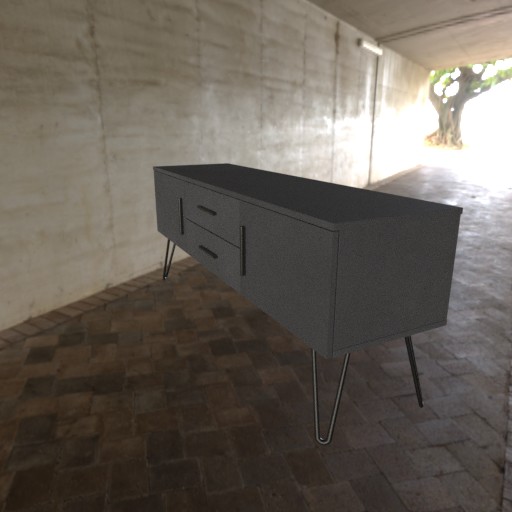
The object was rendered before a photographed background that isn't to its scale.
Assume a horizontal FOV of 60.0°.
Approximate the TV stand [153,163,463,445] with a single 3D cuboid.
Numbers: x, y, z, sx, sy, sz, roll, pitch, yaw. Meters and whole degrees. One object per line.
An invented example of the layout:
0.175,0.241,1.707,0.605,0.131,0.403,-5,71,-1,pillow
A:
0.000,0.000,1.656,0.400,0.560,1.400,-8,19,-26,TV stand
